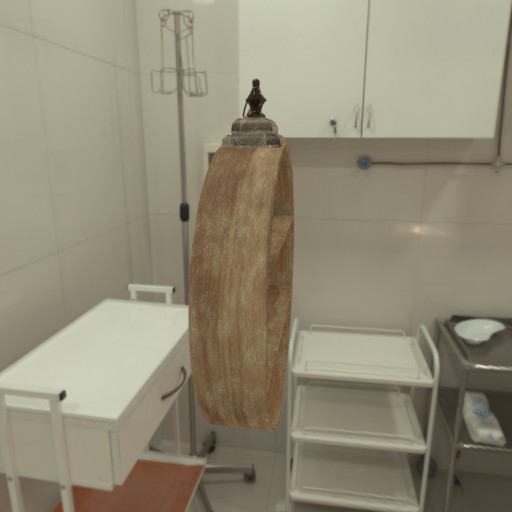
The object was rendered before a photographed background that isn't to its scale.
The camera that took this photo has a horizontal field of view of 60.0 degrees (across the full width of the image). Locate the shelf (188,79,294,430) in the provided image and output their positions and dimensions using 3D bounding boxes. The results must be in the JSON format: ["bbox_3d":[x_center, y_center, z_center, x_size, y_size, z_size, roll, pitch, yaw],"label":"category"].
[{"bbox_3d":[0.000,0.000,0.969,0.125,0.725,0.601,2,15,8],"label":"shelf"}]
